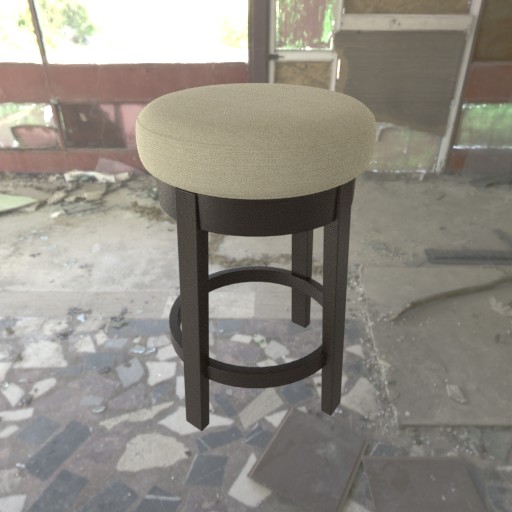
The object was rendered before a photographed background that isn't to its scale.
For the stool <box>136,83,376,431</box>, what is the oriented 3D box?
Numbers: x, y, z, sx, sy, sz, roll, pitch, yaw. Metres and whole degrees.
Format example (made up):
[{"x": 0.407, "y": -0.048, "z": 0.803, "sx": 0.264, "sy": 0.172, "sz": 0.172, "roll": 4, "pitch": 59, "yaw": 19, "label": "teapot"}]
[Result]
[{"x": 0.000, "y": 0.000, "z": 0.950, "sx": 0.449, "sy": 0.655, "sz": 0.449, "roll": 0, "pitch": 31, "yaw": 0, "label": "stool"}]
